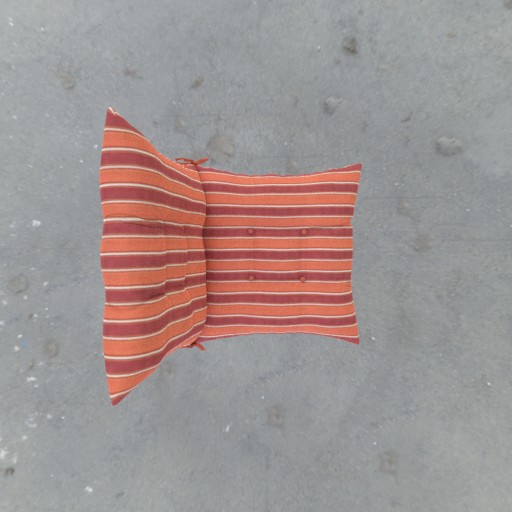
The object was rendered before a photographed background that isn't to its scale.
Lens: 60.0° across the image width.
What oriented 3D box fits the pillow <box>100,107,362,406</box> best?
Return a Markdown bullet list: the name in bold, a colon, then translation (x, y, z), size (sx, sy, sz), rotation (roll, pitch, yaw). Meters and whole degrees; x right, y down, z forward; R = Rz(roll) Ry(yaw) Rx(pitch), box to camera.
- **pillow**: translation (0.000, 0.000, 1.009), size (0.585, 0.536, 0.541), rotation (0, 91, 0)
